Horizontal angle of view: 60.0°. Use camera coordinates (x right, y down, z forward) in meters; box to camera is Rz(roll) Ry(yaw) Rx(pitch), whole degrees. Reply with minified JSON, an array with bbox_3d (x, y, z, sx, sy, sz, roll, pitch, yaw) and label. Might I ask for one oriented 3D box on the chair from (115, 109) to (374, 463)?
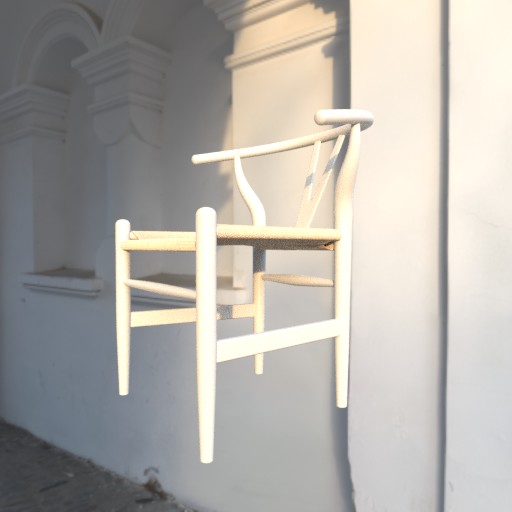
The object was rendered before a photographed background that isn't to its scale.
[{"bbox_3d":[0.000,0.000,1.139,0.579,0.730,0.569,-1,2,-35],"label":"chair"}]
